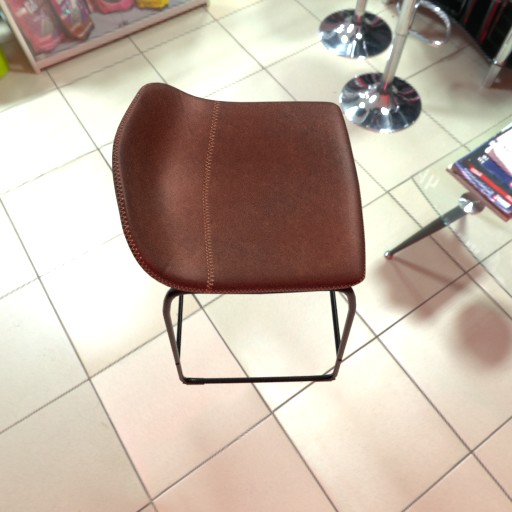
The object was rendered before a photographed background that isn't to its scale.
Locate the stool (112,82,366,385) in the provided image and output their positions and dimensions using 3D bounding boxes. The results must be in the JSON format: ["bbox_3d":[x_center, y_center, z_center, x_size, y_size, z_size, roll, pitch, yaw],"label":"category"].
[{"bbox_3d":[0.000,0.000,1.090,0.473,0.830,0.454,-1,63,-1],"label":"stool"}]
